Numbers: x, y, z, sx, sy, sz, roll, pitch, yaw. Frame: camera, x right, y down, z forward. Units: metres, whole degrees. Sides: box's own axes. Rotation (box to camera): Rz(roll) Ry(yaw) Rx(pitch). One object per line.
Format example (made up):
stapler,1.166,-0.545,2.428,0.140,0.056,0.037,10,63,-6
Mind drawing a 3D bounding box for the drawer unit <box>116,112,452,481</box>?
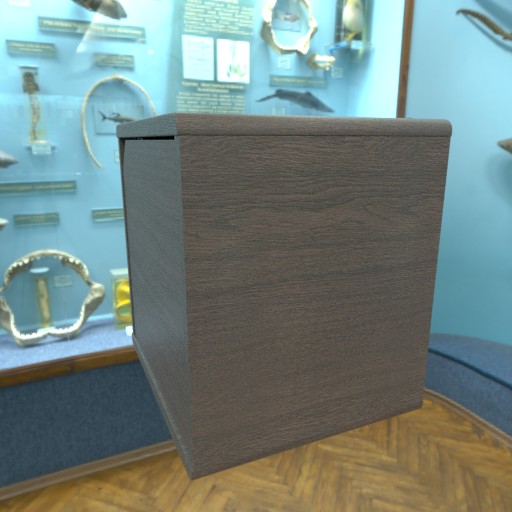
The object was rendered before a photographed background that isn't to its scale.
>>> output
drawer unit,0.000,0.000,0.591,0.290,0.344,0.344,-7,16,-24
